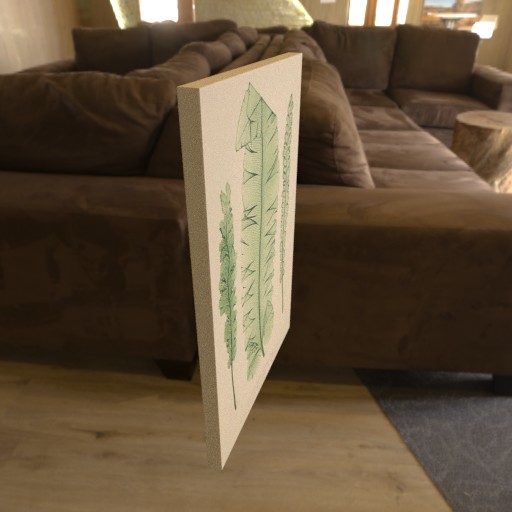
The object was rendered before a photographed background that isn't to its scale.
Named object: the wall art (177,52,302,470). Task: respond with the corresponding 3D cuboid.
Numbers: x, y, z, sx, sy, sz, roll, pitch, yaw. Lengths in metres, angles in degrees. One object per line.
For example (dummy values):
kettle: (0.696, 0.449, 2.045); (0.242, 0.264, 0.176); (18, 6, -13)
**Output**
wall art: (0.000, 0.000, 1.151); (0.038, 0.914, 0.610); (10, 31, 17)
